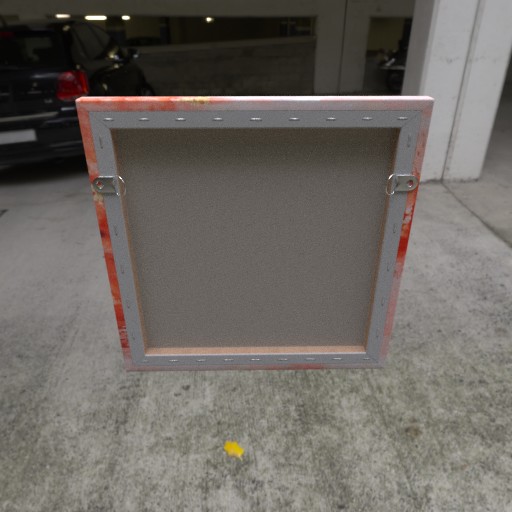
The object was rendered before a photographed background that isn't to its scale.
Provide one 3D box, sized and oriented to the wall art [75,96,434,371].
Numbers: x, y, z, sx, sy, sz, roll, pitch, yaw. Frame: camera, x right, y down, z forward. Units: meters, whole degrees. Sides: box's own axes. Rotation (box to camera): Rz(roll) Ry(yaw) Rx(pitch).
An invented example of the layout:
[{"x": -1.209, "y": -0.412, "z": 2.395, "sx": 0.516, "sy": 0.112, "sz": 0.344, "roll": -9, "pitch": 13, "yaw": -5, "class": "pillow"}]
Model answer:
[{"x": 0.000, "y": 0.000, "z": 1.101, "sx": 0.747, "sy": 0.746, "sz": 0.064, "roll": 0, "pitch": 29, "yaw": -1, "class": "wall art"}]
